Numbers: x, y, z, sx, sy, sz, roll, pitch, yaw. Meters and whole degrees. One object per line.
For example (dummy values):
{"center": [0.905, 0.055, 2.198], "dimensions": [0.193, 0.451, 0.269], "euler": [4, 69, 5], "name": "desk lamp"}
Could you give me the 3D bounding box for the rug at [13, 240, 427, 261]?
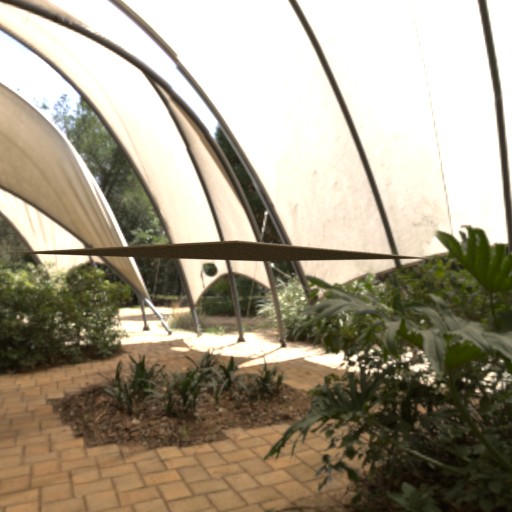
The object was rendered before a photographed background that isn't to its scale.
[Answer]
{"center": [0.000, 0.000, 2.819], "dimensions": [1.523, 0.006, 2.289], "euler": [-1, -3, 36], "name": "rug"}
